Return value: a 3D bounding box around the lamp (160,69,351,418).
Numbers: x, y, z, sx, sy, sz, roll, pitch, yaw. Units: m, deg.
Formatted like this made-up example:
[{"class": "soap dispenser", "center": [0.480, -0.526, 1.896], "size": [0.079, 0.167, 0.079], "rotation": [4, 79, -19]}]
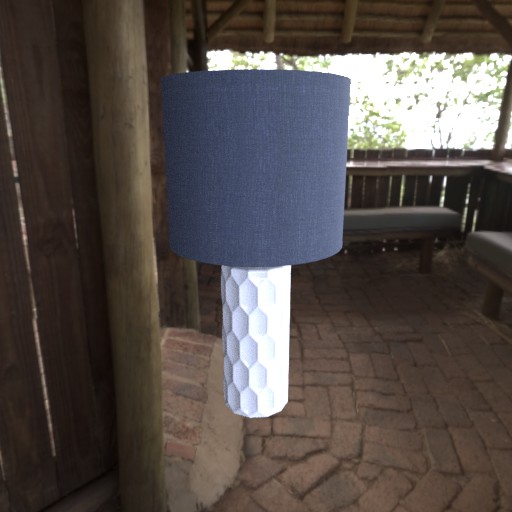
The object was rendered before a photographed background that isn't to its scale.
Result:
[{"class": "lamp", "center": [0.000, 0.000, 0.728], "size": [0.277, 0.537, 0.277], "rotation": [8, 18, 25]}]
